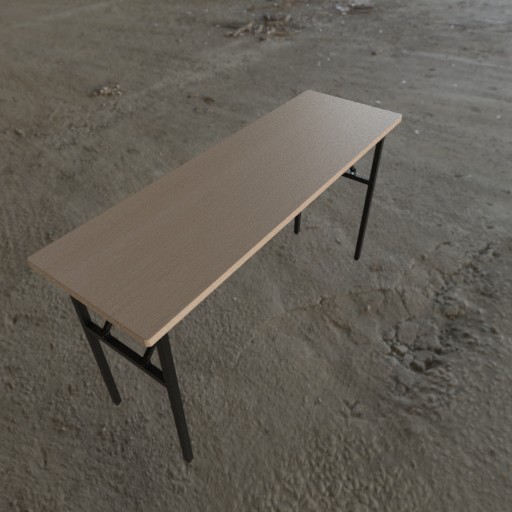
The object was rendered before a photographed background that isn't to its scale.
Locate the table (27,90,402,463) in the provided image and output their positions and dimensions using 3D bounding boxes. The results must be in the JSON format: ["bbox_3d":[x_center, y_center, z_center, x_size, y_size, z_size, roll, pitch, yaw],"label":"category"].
[{"bbox_3d":[0.000,0.000,1.706,0.447,0.750,1.397,26,48,26],"label":"table"}]
